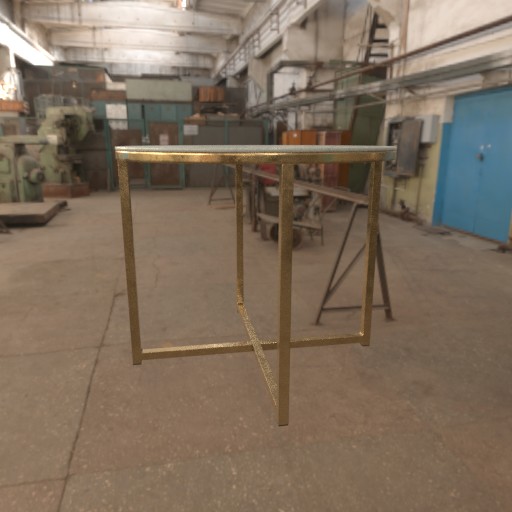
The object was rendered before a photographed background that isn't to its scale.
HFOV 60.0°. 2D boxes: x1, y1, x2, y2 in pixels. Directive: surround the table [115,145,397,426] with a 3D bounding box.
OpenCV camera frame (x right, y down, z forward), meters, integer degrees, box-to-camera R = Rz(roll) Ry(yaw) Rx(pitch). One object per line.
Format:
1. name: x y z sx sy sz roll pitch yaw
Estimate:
1. table: 0.000 0.000 0.874 0.500 0.420 0.500 0 14 0
